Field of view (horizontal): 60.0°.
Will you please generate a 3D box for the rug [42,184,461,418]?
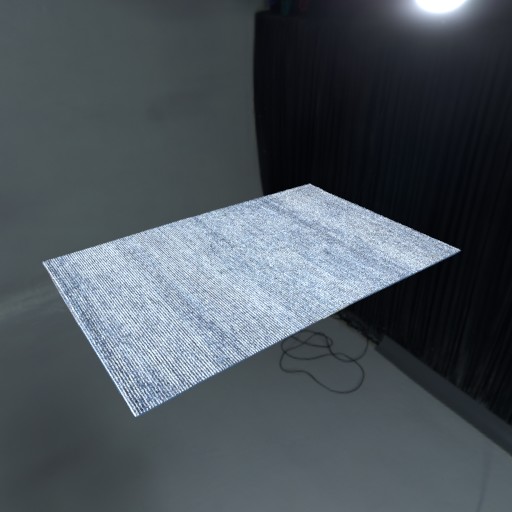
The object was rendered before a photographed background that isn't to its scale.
[{"bbox_3d":[0.000,0.000,2.250,1.793,0.025,1.159,-20,36,-30],"label":"rug"}]
